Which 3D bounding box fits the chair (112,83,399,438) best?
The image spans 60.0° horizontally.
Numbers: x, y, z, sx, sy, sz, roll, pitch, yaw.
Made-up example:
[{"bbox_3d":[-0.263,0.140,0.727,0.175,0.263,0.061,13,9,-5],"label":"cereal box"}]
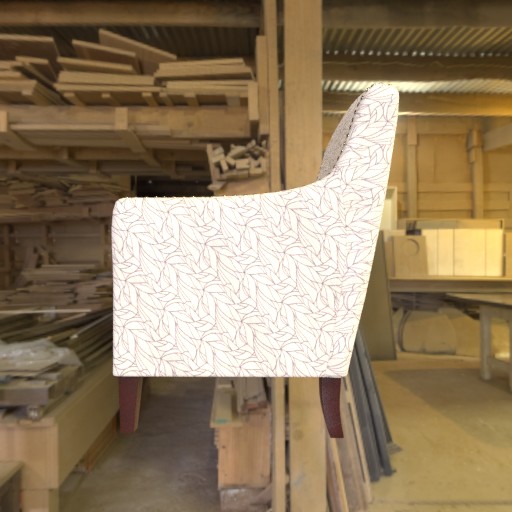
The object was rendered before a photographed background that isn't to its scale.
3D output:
[{"bbox_3d":[0.000,0.000,1.298,0.651,0.816,0.623,0,0,1],"label":"chair"}]
